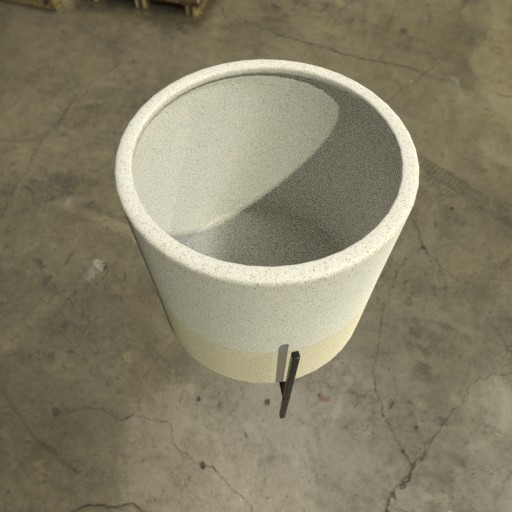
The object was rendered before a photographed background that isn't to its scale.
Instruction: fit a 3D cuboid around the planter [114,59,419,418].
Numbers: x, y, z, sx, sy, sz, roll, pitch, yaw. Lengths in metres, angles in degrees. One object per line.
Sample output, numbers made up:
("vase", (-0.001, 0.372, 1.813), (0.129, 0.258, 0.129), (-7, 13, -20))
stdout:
("planter", (0.000, 0.000, 0.634), (0.335, 0.423, 0.313), (16, 60, 10))
